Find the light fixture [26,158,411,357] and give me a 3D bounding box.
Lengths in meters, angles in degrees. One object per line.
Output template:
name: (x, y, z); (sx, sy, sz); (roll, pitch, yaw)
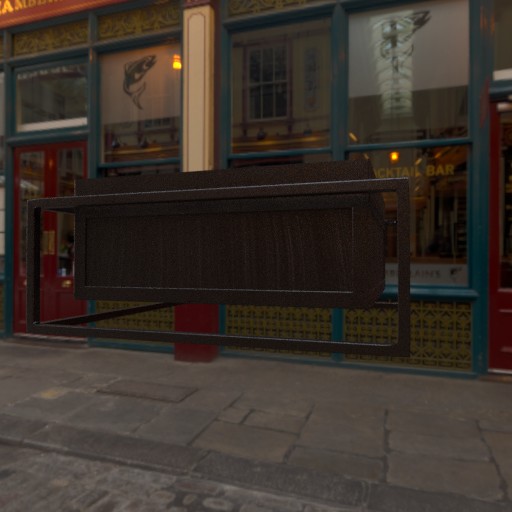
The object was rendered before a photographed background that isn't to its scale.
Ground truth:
light fixture: (0.000, 0.000, 0.678); (0.441, 0.191, 0.441); (0, -1, 19)
